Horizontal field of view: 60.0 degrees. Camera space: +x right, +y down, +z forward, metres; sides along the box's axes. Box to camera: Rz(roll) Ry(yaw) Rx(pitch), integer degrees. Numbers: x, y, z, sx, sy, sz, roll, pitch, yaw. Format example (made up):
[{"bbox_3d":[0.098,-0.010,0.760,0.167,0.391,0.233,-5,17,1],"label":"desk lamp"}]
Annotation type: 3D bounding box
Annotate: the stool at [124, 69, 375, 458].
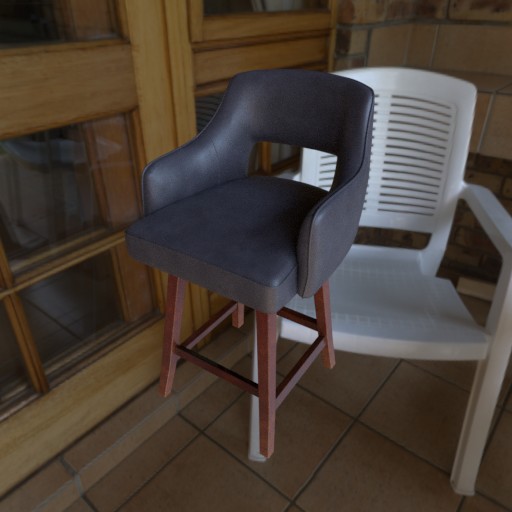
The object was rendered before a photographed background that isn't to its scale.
[{"bbox_3d":[0.000,0.000,1.283,0.550,0.936,0.560,19,36,28],"label":"stool"}]
